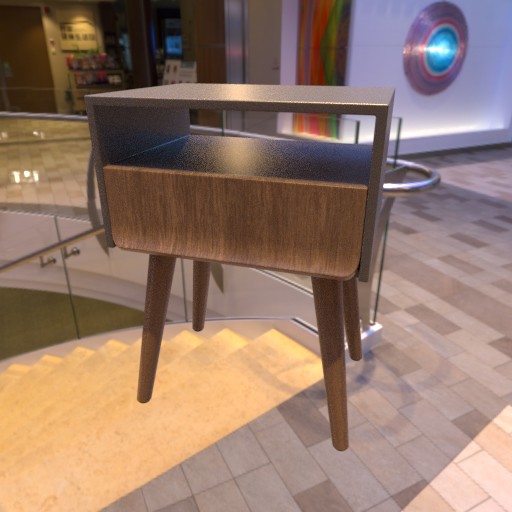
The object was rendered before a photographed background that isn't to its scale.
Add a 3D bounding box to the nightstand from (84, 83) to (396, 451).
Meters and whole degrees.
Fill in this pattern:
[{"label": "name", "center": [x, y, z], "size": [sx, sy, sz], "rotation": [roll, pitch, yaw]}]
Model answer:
[{"label": "nightstand", "center": [0.000, 0.000, 0.727], "size": [0.370, 0.508, 0.288], "rotation": [7, 25, 16]}]
